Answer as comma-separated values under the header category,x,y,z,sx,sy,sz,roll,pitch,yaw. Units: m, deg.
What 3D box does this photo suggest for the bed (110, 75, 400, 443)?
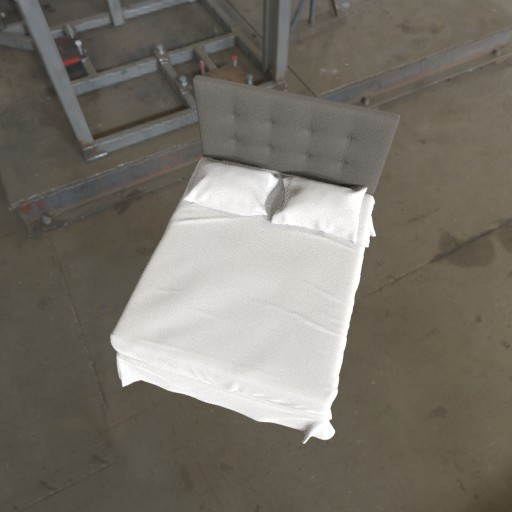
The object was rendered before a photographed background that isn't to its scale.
category,x,y,z,sx,sy,sz,roll,pitch,yaw
bed,0.000,0.000,3.533,1.936,1.577,2.222,14,59,9
